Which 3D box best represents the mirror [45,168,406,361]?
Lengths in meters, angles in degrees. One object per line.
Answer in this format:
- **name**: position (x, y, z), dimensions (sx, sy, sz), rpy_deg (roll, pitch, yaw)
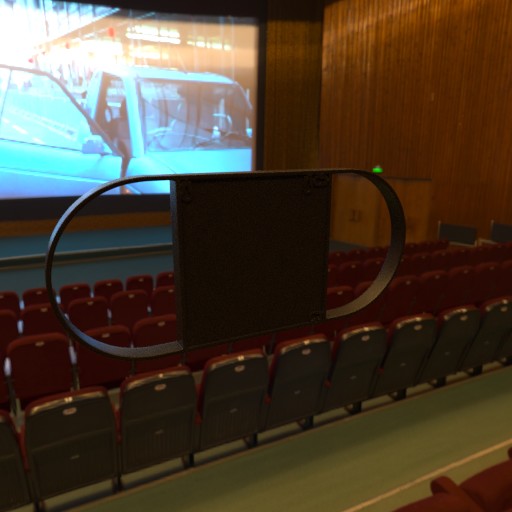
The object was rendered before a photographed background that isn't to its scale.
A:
- **mirror**: position (0.000, 0.000, 0.677), dimensions (0.584, 0.254, 0.032), rpy_deg (-7, 16, -26)
